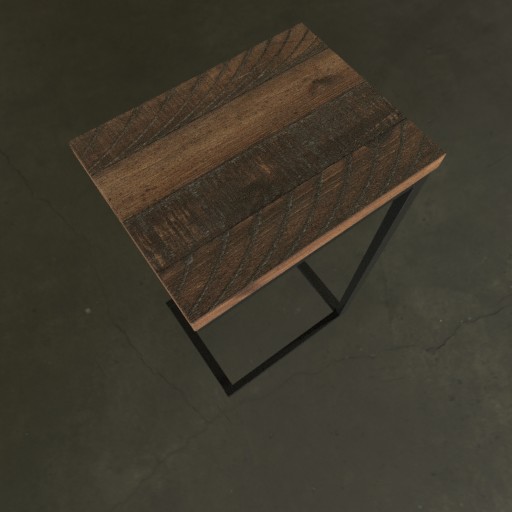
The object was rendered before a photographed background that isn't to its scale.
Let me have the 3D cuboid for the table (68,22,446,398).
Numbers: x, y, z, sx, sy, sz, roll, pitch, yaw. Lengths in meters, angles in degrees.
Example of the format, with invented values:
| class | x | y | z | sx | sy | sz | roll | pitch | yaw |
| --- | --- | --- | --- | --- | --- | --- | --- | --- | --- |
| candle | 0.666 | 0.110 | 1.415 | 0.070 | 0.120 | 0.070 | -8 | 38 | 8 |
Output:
| class | x | y | z | sx | sy | sz | roll | pitch | yaw |
| --- | --- | --- | --- | --- | --- | --- | --- | --- | --- |
| table | 0.000 | 0.000 | 0.936 | 0.414 | 0.718 | 0.323 | -33 | 70 | -14 |
